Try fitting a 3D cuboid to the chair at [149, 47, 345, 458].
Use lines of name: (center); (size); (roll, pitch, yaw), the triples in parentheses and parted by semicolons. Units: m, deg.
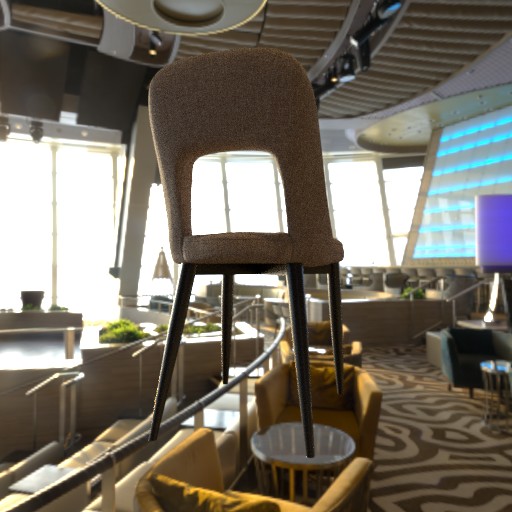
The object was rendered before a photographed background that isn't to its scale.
chair: (0.000, 0.000, 1.280); (0.470, 0.931, 0.612); (0, -1, 17)
